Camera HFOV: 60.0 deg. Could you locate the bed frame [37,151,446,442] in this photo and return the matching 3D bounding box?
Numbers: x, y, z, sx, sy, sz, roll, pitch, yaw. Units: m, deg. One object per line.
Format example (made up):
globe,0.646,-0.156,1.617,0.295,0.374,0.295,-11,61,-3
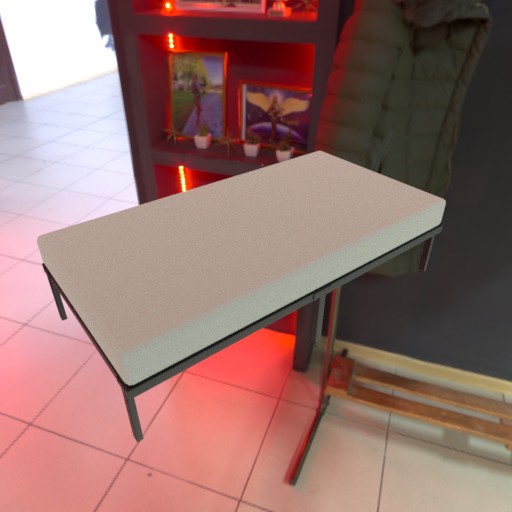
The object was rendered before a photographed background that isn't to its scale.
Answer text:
bed frame,0.000,0.000,3.301,2.635,0.680,1.393,-23,40,-31
